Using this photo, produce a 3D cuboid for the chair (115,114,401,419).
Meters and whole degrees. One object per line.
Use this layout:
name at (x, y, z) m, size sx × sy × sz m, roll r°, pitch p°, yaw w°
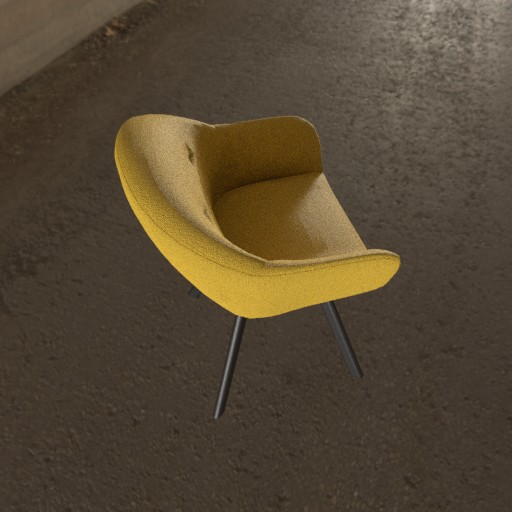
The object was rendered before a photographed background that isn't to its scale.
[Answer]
chair at (0.000, 0.000, 1.174) m, size 0.565 × 0.775 × 0.545 m, roll -11°, pitch 48°, yaw -10°
